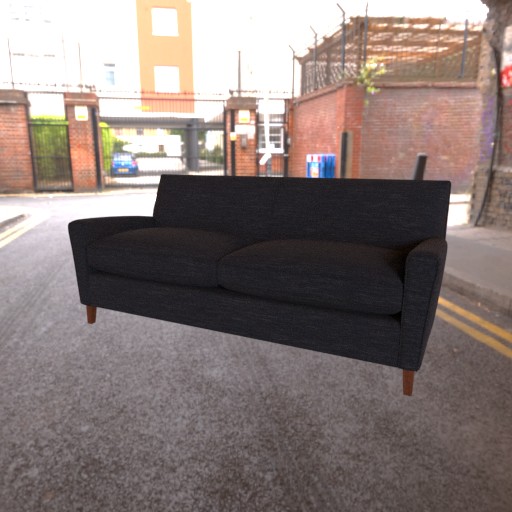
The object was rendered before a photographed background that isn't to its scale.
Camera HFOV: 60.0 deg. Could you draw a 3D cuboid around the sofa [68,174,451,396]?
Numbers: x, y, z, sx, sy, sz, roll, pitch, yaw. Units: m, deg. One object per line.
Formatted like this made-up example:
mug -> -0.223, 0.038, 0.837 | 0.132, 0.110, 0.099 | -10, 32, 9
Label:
sofa -> 0.000, 0.000, 2.495 | 1.976, 0.846, 0.875 | 6, 14, 26
